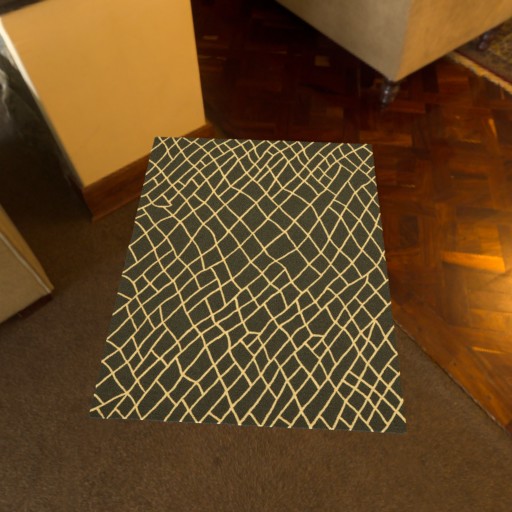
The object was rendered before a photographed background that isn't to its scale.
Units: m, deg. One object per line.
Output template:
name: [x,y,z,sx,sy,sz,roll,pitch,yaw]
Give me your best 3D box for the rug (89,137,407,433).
rug: [0.000,0.000,4.176,2.439,0.022,3.047,2,58,1]
